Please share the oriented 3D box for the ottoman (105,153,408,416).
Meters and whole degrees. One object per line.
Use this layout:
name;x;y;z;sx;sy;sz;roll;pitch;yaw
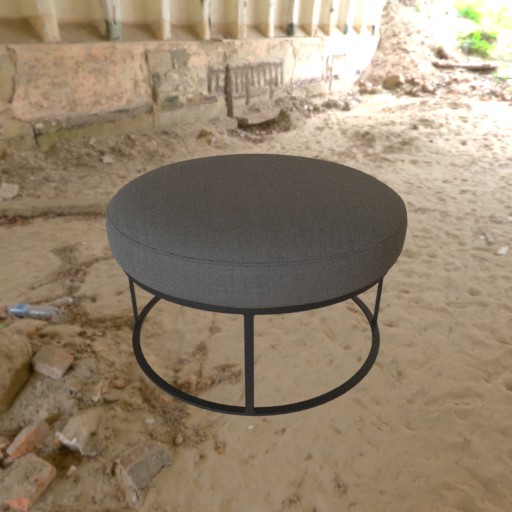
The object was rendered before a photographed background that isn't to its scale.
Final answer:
ottoman;0.000;0.000;1.246;0.772;0.460;0.772;0;27;0
